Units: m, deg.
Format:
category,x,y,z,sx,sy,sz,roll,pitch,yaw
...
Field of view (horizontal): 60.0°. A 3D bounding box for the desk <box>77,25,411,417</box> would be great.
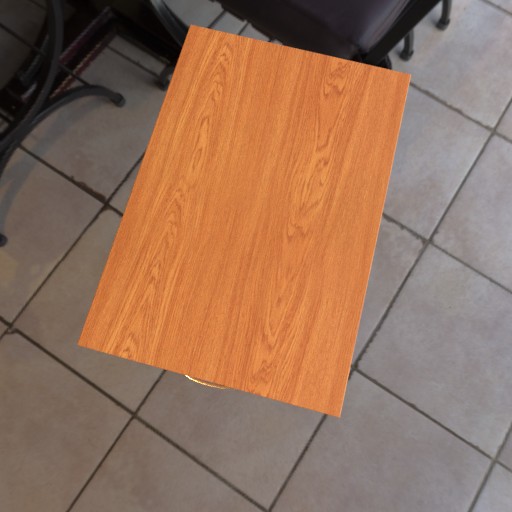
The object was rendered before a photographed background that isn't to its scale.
category,x,y,z,sx,sy,sz,roll,pitch,yaw
desk,0.000,0.000,1.074,0.404,0.730,0.600,14,77,4
